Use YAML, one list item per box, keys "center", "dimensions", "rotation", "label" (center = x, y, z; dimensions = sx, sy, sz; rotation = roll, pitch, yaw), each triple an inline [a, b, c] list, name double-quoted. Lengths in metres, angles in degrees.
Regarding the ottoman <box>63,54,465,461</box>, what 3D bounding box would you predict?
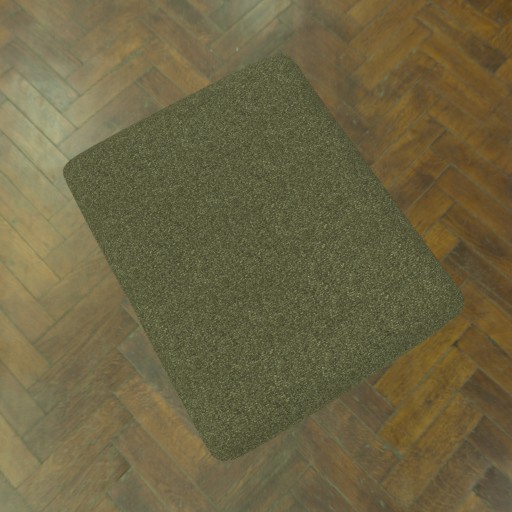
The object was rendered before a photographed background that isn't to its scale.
- center: [0.000, 0.000, 1.101]
  dimensions: [0.598, 0.476, 0.742]
  rotation: [-30, 77, -7]
  label: "ottoman"
